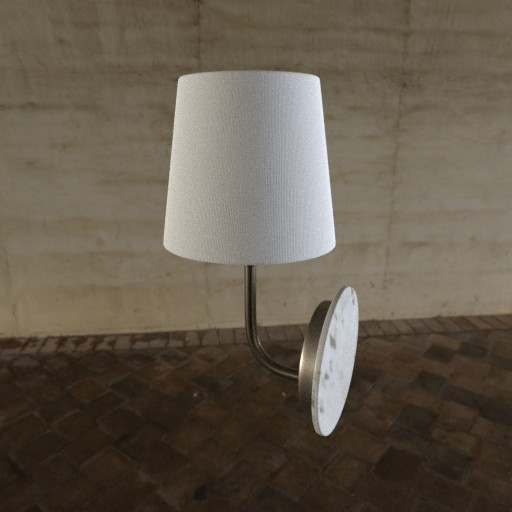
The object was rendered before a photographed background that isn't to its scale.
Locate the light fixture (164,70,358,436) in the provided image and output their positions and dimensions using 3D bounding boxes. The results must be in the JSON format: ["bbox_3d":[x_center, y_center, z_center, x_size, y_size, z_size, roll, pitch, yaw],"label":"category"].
[{"bbox_3d":[0.000,0.000,0.451,0.188,0.337,0.168,8,18,25],"label":"light fixture"}]
